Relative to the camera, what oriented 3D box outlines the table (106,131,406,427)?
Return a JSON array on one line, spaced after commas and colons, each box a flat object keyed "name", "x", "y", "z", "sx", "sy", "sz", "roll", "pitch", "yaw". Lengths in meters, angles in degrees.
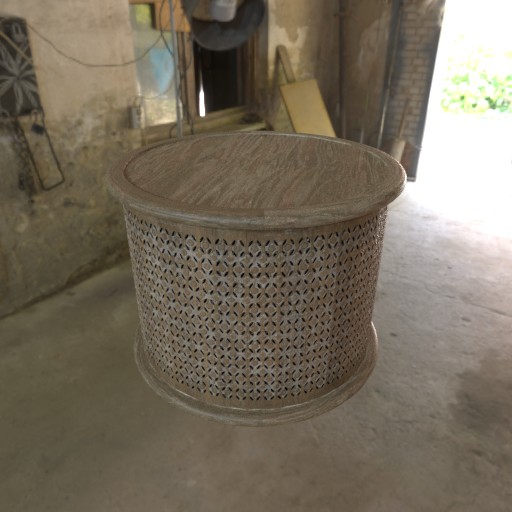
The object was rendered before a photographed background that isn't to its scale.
[{"name": "table", "x": 0.000, "y": 0.000, "z": 1.032, "sx": 0.607, "sy": 0.450, "sz": 0.607, "roll": 0, "pitch": 28, "yaw": 0}]
